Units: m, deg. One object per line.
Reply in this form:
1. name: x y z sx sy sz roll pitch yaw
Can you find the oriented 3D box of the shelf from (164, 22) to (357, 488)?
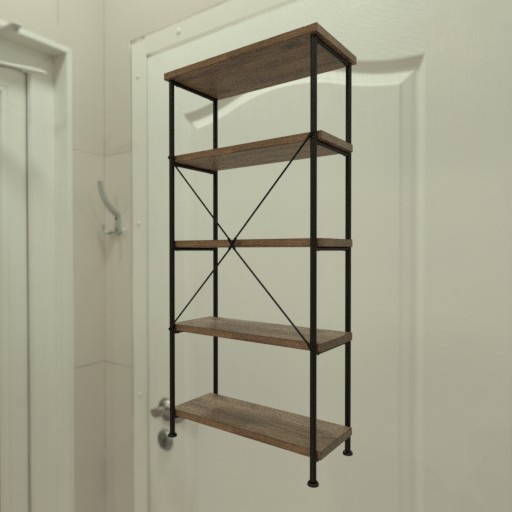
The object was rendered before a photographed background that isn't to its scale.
1. shelf: 0.000 0.000 1.990 0.800 1.700 0.360 1 1 36
